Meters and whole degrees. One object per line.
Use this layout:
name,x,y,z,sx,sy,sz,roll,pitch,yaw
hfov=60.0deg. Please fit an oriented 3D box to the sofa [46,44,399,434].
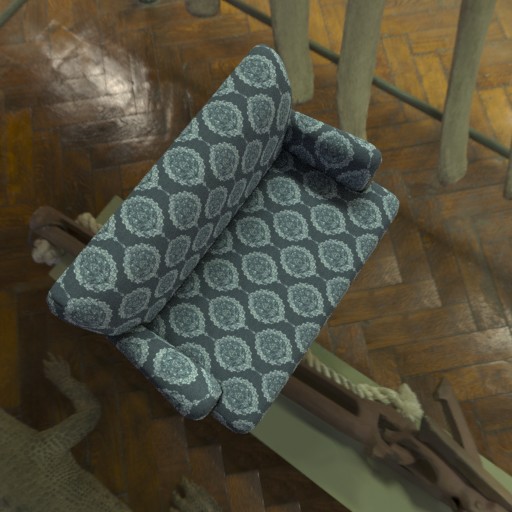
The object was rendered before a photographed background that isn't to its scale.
sofa,0.000,0.000,1.818,0.779,0.867,1.297,34,77,9
